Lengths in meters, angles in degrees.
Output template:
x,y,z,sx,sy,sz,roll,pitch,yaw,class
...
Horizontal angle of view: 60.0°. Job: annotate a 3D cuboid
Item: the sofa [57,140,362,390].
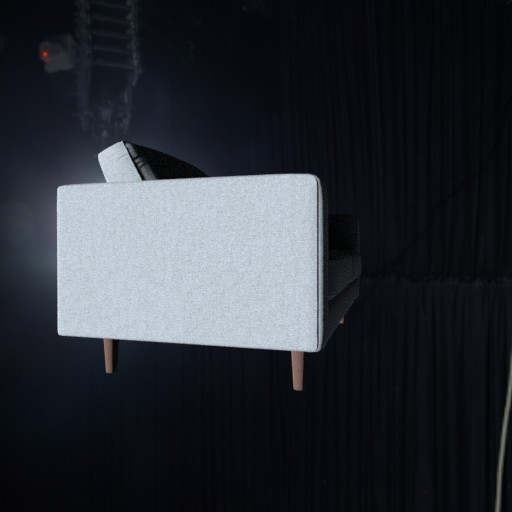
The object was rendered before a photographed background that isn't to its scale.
x,y,z,sx,sy,sz,roll,pitch,yaw,class
0.000,0.000,2.298,1.000,0.900,1.731,0,1,17,sofa
